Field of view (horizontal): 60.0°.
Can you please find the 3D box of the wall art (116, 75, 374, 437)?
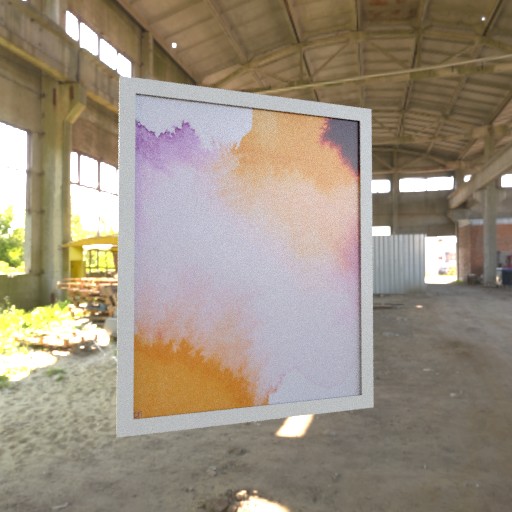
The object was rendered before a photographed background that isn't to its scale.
[{"bbox_3d":[0.000,0.000,1.112,0.661,0.811,0.026,1,-2,-19],"label":"wall art"}]
